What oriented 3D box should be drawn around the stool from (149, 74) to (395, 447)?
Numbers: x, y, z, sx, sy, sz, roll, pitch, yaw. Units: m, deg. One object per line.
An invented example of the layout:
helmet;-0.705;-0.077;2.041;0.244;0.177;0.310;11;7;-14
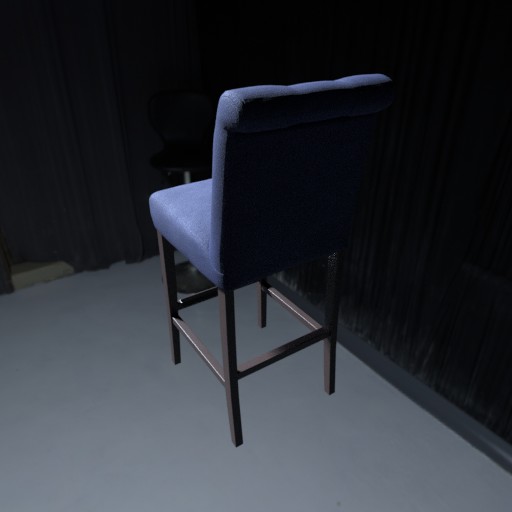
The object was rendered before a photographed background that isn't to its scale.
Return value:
stool;0.000;0.000;1.457;0.493;1.140;0.601;-18;34;-29
